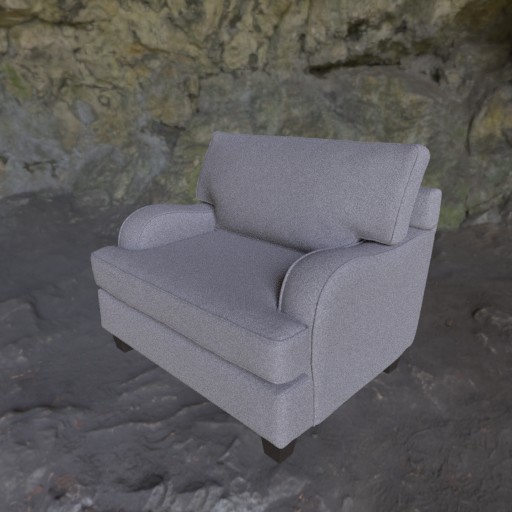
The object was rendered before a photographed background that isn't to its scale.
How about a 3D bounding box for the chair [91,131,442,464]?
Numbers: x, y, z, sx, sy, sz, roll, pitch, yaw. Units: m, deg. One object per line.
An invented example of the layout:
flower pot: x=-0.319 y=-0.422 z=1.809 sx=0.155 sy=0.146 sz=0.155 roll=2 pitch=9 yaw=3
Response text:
chair: x=0.000 y=0.000 z=1.992 sx=1.220 sy=1.016 sz=1.040 roll=18 pitch=26 yaw=41
